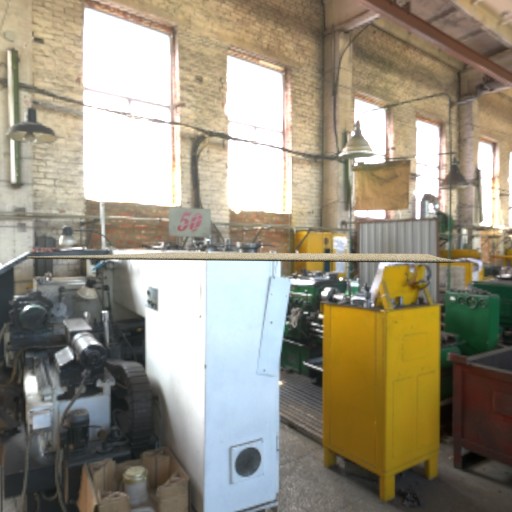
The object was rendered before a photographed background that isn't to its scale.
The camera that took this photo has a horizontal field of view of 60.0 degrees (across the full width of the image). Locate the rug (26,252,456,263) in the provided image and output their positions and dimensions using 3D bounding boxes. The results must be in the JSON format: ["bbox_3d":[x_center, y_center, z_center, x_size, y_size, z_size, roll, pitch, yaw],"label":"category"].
[{"bbox_3d":[0.000,0.000,5.147,3.935,0.025,2.782,0,1,17],"label":"rug"}]
